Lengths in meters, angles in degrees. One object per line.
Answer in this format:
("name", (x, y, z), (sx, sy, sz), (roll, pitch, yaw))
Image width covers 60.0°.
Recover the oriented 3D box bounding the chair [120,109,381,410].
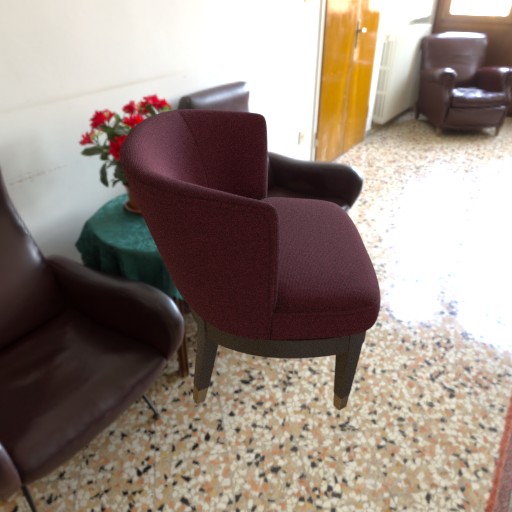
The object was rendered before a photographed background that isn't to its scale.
("chair", (0.000, 0.000, 1.337), (0.660, 0.760, 0.700), (-1, 32, -1))
